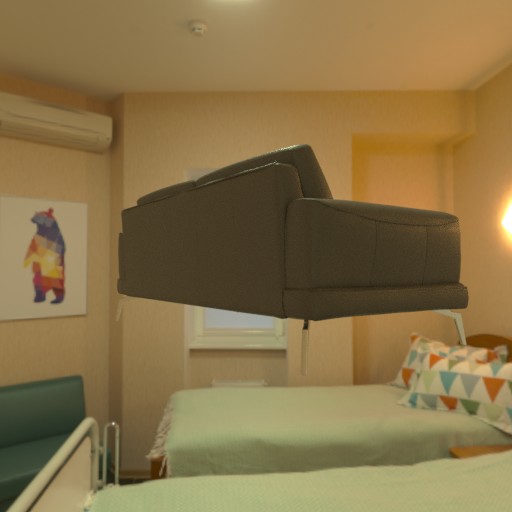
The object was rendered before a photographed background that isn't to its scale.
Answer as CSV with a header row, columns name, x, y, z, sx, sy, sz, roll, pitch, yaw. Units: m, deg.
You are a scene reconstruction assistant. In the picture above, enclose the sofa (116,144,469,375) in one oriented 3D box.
name,x,y,z,sx,sy,sz,roll,pitch,yaw
sofa,0.000,0.000,2.773,1.121,0.930,2.177,1,-2,-36
